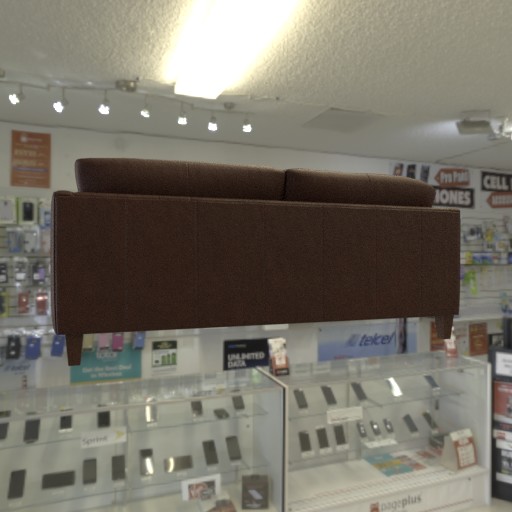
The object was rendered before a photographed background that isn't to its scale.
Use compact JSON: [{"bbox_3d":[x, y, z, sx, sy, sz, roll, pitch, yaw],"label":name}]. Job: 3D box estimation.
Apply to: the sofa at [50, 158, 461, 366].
[{"bbox_3d":[0.000,0.000,2.428,1.971,0.863,0.923,0,0,-18],"label":"sofa"}]
